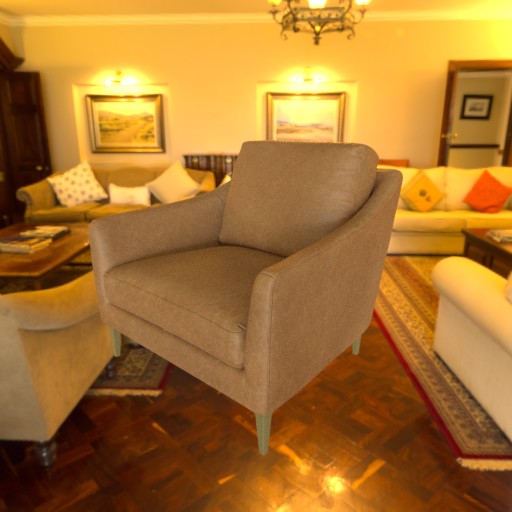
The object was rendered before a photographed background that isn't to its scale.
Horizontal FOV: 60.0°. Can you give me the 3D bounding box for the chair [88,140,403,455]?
[{"bbox_3d":[0.000,0.000,1.798,0.988,0.895,0.963,15,22,41],"label":"chair"}]
